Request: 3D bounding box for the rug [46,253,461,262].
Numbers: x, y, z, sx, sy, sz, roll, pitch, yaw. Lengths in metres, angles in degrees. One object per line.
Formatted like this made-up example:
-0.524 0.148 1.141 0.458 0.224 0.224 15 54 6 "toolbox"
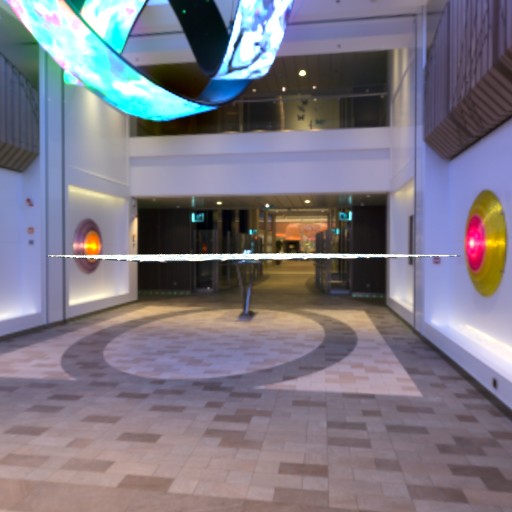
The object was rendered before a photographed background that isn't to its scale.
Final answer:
0.000 0.000 4.416 3.353 0.010 2.438 -1 1 -37 "rug"
